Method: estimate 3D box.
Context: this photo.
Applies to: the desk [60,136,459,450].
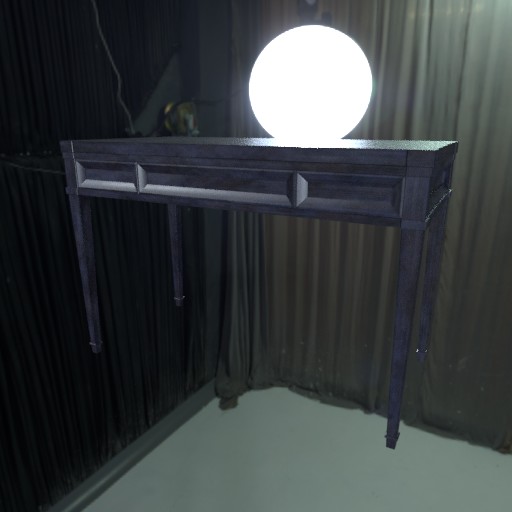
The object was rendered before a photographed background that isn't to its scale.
[{"bbox_3d":[0.000,0.000,1.713,1.289,0.861,0.630,9,19,27],"label":"desk"}]
